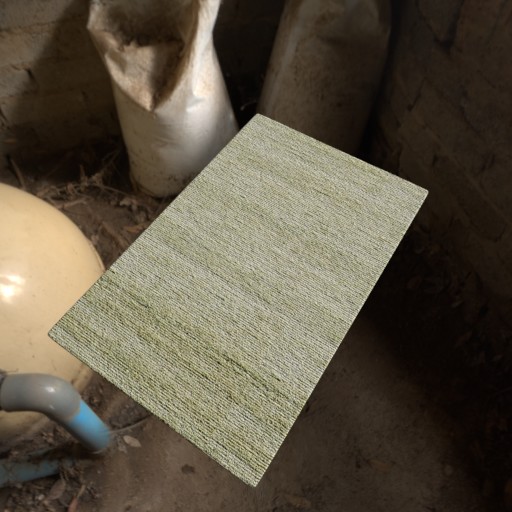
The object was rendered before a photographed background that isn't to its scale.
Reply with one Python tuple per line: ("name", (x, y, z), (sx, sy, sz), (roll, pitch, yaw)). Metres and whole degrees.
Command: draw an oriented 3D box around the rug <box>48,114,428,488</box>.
("rug", (0.000, 0.000, 2.239), (1.143, 0.010, 1.758), (29, 63, 17))
